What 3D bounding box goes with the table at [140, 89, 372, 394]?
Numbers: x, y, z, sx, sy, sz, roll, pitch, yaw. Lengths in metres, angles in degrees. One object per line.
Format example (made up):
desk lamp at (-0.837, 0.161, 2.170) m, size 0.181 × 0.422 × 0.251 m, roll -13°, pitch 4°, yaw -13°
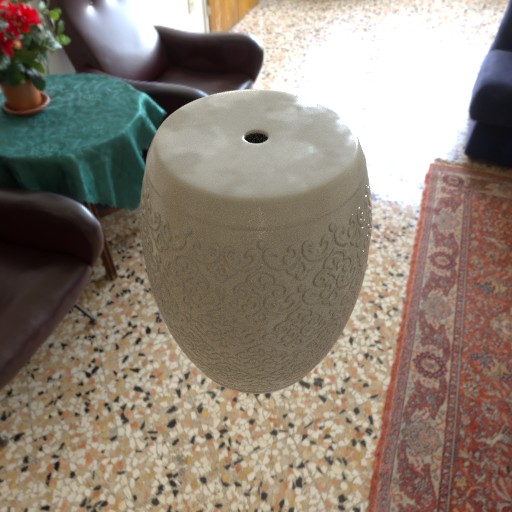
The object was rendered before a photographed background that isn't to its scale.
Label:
table at (0.000, 0.000, 0.642) m, size 0.309 × 0.397 × 0.309 m, roll 0°, pitch 47°, yaw 0°
